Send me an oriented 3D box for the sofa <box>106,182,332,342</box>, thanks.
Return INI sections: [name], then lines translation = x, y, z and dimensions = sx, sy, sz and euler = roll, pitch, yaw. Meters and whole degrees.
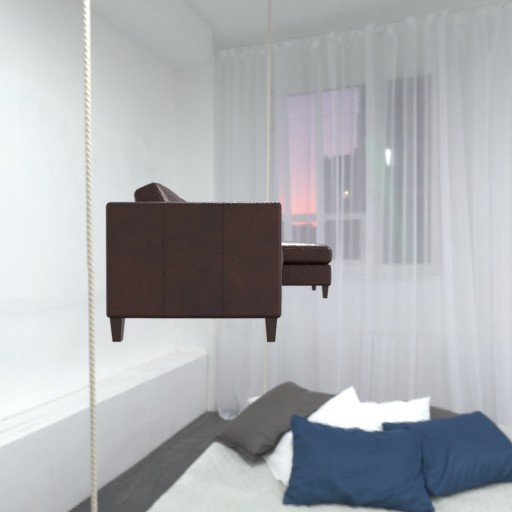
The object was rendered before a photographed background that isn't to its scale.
[sofa]
translation = 0.000, 0.000, 3.929
dimensions = 1.581, 0.883, 3.203
euler = 0, 1, 0
